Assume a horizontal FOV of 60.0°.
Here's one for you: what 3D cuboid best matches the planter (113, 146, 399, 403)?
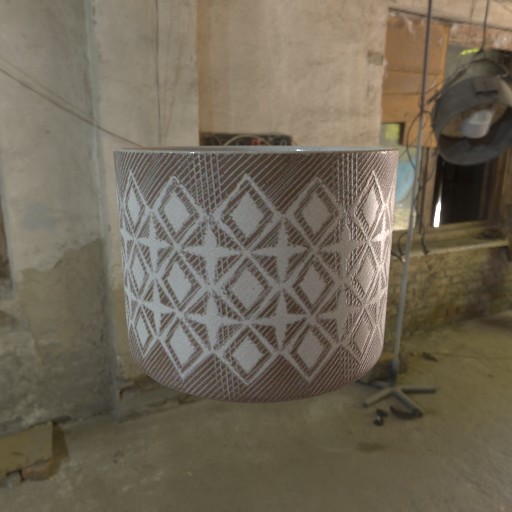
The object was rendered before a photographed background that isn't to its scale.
[{"bbox_3d":[0.000,0.000,0.219,0.126,0.104,0.126,0,15,0],"label":"planter"}]
